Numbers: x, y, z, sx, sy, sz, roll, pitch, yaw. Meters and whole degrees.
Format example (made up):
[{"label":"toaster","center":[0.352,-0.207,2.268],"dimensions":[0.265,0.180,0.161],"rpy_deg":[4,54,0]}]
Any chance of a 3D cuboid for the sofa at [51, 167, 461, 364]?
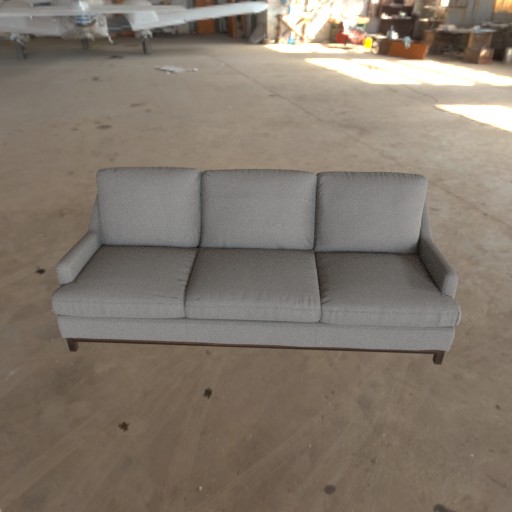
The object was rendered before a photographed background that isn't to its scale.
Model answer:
[{"label":"sofa","center":[0.000,0.000,2.867],"dimensions":[2.344,0.926,0.987],"rpy_deg":[1,31,2]}]
